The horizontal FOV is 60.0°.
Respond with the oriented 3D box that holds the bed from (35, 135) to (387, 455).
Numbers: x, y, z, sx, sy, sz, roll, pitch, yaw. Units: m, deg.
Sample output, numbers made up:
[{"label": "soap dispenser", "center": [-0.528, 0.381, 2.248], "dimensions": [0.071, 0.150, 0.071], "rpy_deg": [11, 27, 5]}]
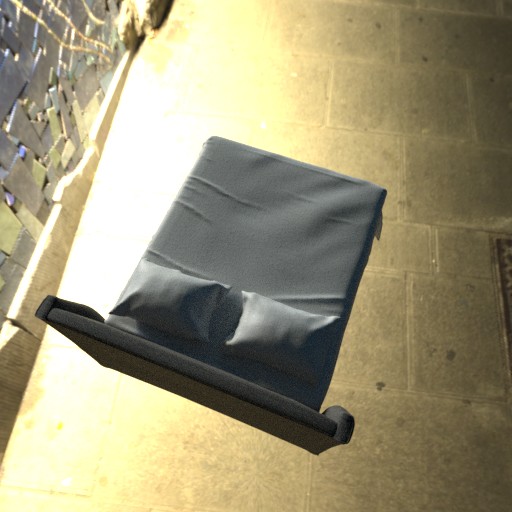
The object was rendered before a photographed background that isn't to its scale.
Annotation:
[{"label": "bed", "center": [0.000, 0.000, 3.454], "dimensions": [1.925, 1.332, 2.276], "rpy_deg": [19, 65, 9]}]
